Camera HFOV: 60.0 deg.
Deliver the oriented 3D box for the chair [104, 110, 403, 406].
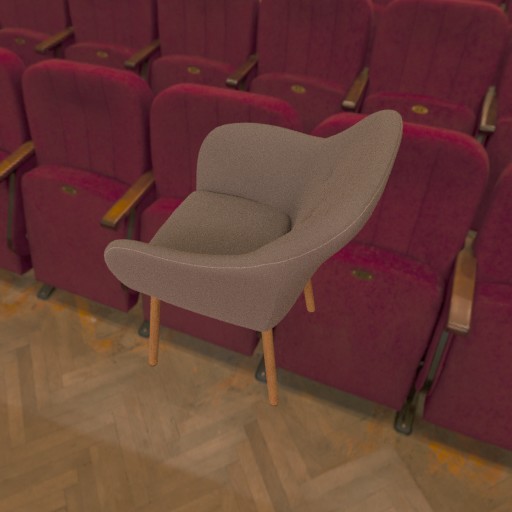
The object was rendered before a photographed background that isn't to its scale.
[{"bbox_3d":[0.000,0.000,1.233,0.590,0.830,0.570,17,49,15],"label":"chair"}]
